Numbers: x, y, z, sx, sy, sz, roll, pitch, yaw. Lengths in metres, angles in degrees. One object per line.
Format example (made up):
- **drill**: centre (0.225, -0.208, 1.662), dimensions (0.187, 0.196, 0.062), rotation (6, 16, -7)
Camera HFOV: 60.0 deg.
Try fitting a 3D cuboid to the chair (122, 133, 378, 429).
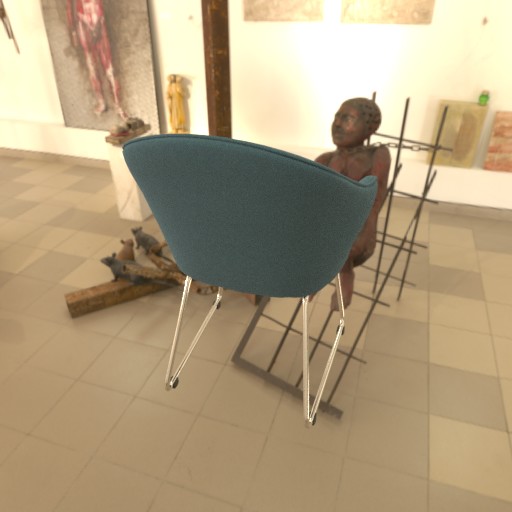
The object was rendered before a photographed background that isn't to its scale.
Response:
- **chair**: centre (0.000, 0.000, 1.193), dimensions (0.570, 0.815, 0.585), rotation (10, 33, 15)
